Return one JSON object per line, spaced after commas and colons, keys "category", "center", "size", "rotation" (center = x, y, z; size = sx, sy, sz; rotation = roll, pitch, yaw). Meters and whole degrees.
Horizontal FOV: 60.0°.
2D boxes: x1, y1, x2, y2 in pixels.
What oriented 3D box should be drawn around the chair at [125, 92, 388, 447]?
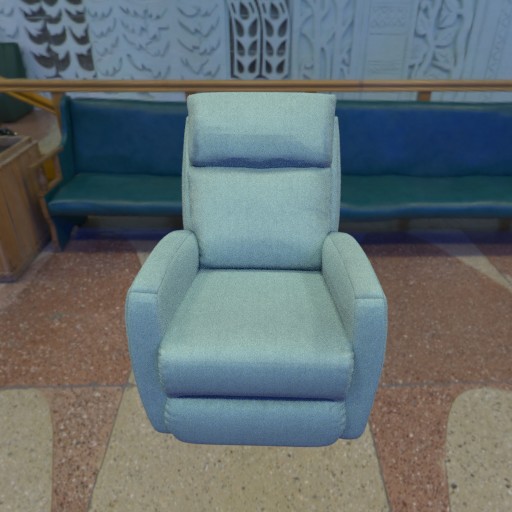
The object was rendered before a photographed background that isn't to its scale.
{"category": "chair", "center": [0.000, 0.000, 1.636], "size": [0.812, 1.013, 0.940], "rotation": [1, 31, 1]}
